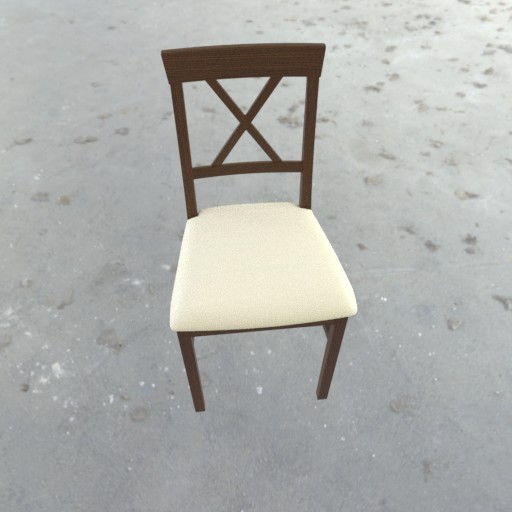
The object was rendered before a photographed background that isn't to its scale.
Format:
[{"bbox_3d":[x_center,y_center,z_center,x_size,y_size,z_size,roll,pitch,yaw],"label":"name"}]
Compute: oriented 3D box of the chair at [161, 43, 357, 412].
[{"bbox_3d":[0.000,0.000,1.182,0.440,0.913,0.480,-4,47,-4],"label":"chair"}]
